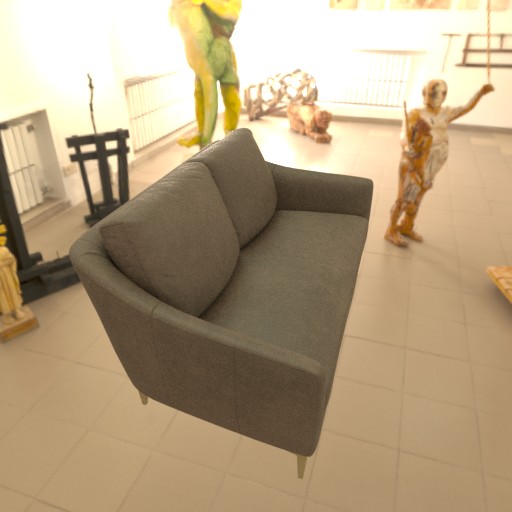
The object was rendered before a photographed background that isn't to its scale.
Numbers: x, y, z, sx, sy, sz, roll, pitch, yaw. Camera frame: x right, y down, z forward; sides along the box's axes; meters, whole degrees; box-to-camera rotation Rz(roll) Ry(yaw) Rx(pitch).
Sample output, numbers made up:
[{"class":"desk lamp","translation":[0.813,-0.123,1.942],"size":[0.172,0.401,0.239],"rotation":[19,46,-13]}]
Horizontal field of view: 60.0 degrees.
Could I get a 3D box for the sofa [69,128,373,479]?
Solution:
[{"class":"sofa","translation":[0.000,0.000,2.136],"size":[0.960,0.902,1.619],"rotation":[9,32,15]}]
